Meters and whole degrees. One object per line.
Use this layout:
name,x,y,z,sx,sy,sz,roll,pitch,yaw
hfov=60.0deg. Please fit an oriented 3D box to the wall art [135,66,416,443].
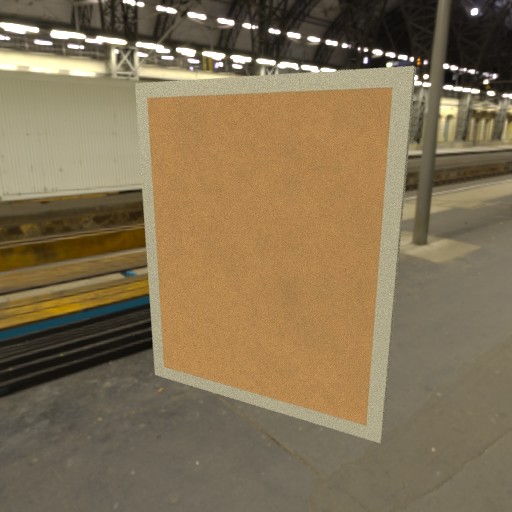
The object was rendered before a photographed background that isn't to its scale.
wall art,0.000,0.000,1.075,0.661,0.811,0.026,8,17,26
